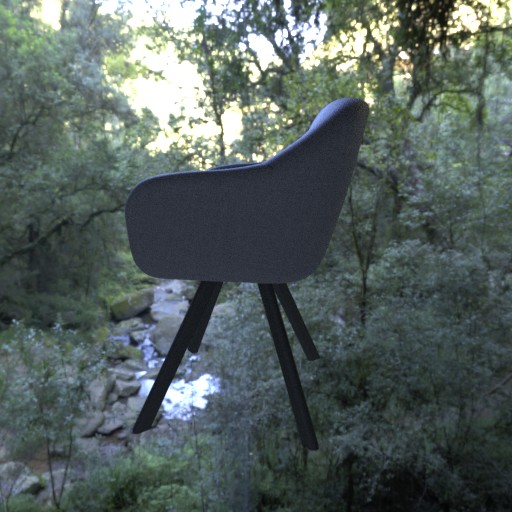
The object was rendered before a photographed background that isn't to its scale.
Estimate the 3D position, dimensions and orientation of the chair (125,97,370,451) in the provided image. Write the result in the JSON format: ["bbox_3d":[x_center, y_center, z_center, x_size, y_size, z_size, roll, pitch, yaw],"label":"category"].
[{"bbox_3d":[0.000,0.000,1.191,0.550,0.795,0.590,2,13,8],"label":"chair"}]
